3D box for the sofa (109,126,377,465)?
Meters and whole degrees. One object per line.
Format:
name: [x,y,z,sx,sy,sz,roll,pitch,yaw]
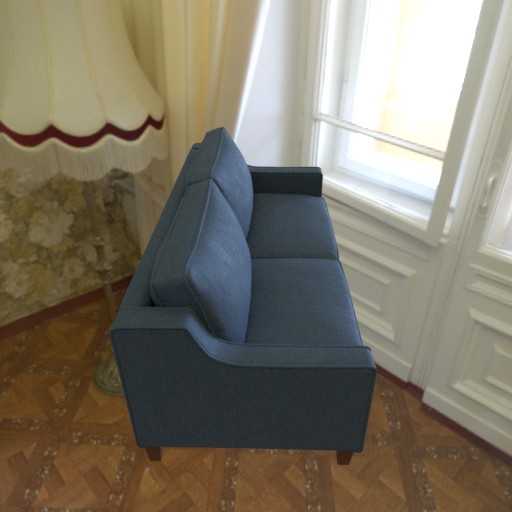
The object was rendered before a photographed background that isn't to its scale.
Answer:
sofa: [0.000,0.000,2.759,1.066,1.071,2.178,1,32,1]
